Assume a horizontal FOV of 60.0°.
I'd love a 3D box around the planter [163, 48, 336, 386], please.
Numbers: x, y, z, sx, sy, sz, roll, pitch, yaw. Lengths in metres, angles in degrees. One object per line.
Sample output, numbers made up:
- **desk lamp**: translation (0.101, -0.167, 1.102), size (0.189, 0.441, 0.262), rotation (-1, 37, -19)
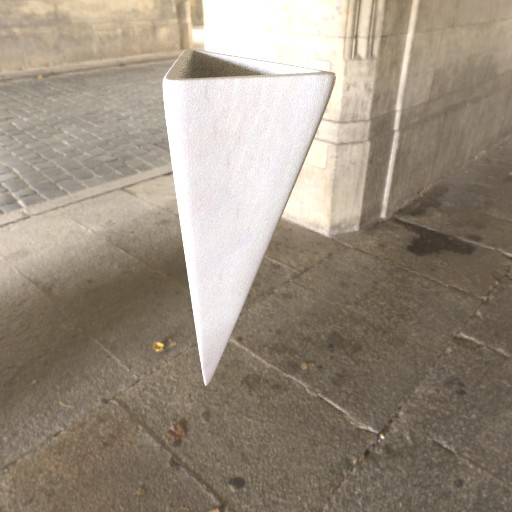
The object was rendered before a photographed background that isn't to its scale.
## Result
- **planter**: translation (0.000, 0.000, 0.275), size (0.081, 0.224, 0.101), rotation (-1, 32, -2)
